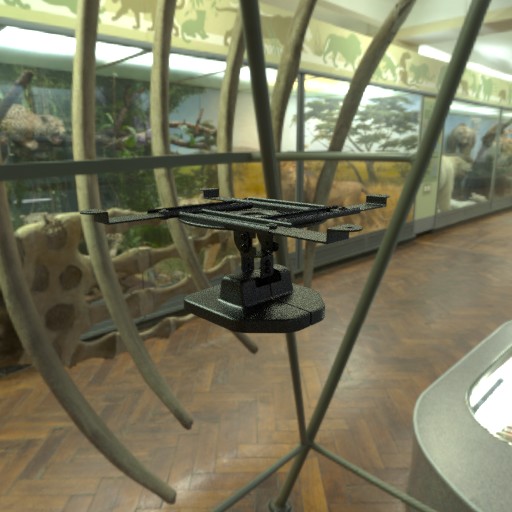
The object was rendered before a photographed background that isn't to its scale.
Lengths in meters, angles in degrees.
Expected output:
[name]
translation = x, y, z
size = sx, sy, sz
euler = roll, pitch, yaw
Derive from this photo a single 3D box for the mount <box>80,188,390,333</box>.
[mount]
translation = 0.000, 0.000, 0.581
size = 0.394, 0.141, 0.394
euler = -13, 19, -43
